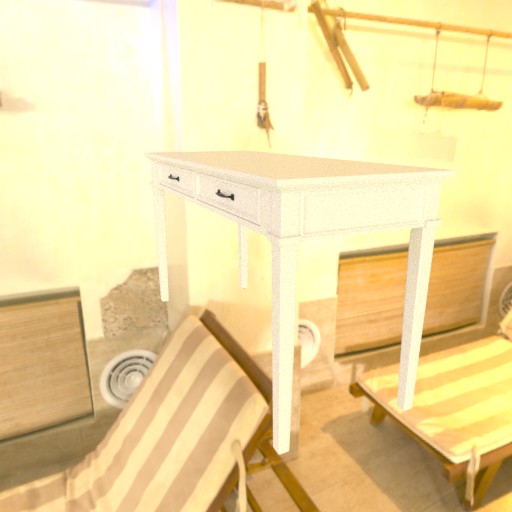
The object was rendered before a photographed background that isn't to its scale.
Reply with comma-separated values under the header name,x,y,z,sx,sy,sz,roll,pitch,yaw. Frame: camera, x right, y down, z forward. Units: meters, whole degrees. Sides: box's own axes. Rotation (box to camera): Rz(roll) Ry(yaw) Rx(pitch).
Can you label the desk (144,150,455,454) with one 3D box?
name,x,y,z,sx,sy,sz,roll,pitch,yaw
desk,0.000,0.000,1.804,0.559,0.774,1.372,-8,18,-25
